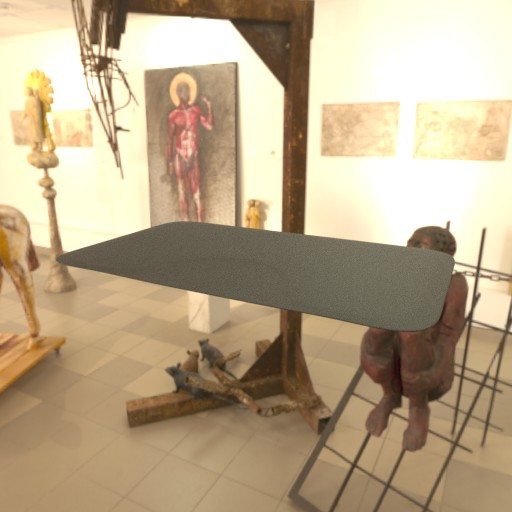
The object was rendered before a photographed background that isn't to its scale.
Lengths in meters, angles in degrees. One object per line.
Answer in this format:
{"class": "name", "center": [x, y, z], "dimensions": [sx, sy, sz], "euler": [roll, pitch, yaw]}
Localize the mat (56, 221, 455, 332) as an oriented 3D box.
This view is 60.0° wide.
{"class": "mat", "center": [0.000, 0.000, 1.886], "dimensions": [1.524, 0.013, 0.918], "euler": [8, 19, 26]}
